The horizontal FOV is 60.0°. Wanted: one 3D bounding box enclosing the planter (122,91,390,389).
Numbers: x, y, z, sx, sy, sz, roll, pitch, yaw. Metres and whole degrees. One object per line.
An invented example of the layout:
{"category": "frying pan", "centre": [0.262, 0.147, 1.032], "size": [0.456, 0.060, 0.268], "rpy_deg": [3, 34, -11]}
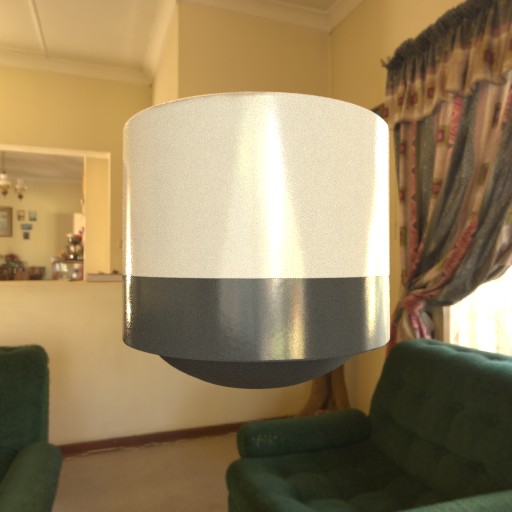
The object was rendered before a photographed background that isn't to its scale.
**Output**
{"category": "planter", "centre": [0.000, 0.000, 0.334], "size": [0.193, 0.177, 0.193], "rpy_deg": [0, -1, 0]}
